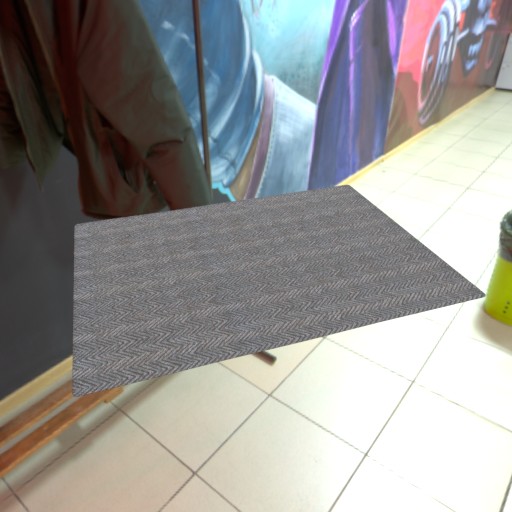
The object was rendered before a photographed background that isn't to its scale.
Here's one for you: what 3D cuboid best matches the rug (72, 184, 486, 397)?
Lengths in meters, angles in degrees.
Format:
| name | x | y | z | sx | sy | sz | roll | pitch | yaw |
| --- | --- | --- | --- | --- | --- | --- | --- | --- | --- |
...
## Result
| name | x | y | z | sx | sy | sz | roll | pitch | yaw |
| --- | --- | --- | --- | --- | --- | --- | --- | --- | --- |
| rug | 0.000 | 0.000 | 5.089 | 3.957 | 0.011 | 2.894 | -10 | 34 | -15 |
